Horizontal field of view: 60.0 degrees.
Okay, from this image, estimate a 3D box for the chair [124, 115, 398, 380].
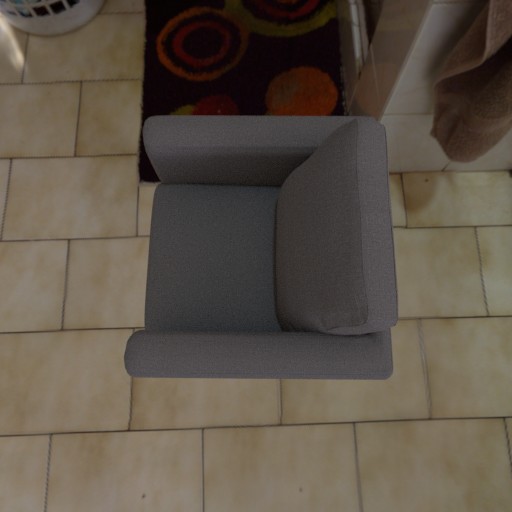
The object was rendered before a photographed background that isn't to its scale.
[{"bbox_3d":[0.000,0.000,1.588,0.800,0.927,0.854,0,75,0],"label":"chair"}]
